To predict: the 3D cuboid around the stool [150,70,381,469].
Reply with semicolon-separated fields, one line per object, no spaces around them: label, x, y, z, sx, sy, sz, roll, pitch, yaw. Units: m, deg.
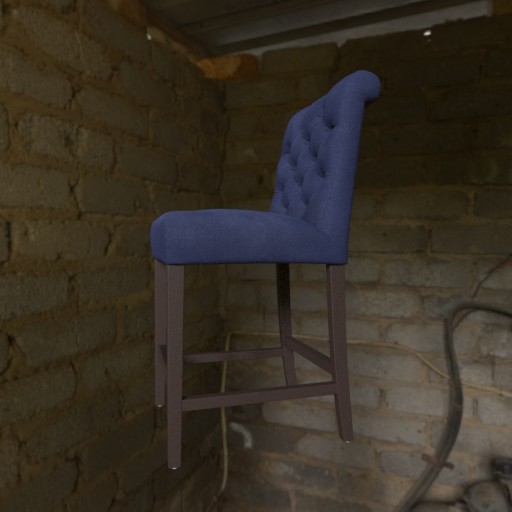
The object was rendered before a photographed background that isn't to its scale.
stool;0.000;0.000;1.345;0.601;1.010;0.493;-1;2;-17
